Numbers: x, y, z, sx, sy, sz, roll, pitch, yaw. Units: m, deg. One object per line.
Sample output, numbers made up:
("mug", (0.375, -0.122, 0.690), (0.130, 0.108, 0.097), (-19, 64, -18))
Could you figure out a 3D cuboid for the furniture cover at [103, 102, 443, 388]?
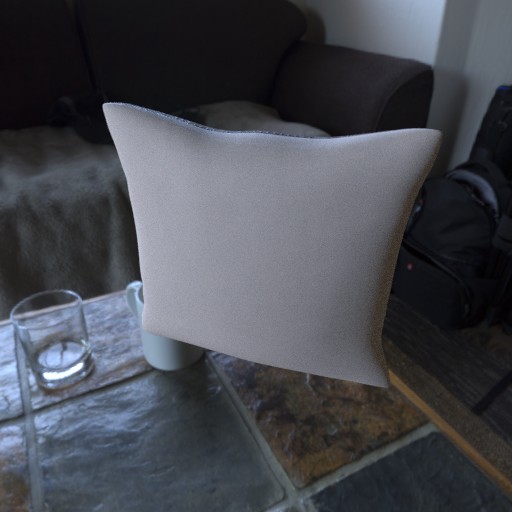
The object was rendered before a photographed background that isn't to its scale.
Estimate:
("furniture cover", (0.000, 0.000, 0.814), (0.552, 0.509, 0.193), (10, 33, 16))
